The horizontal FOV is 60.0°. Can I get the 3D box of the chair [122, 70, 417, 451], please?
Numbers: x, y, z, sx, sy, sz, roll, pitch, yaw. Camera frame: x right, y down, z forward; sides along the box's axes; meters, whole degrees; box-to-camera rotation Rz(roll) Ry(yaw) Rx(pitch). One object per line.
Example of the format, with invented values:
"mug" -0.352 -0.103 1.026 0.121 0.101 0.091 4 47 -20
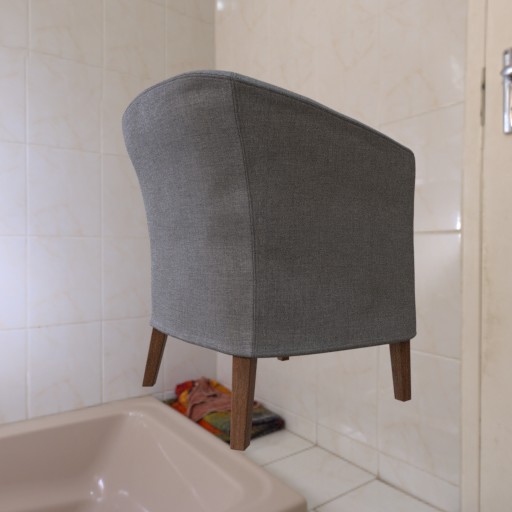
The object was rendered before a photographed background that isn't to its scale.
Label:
"chair" 0.000 0.000 1.227 0.668 0.771 0.600 -1 1 -35
